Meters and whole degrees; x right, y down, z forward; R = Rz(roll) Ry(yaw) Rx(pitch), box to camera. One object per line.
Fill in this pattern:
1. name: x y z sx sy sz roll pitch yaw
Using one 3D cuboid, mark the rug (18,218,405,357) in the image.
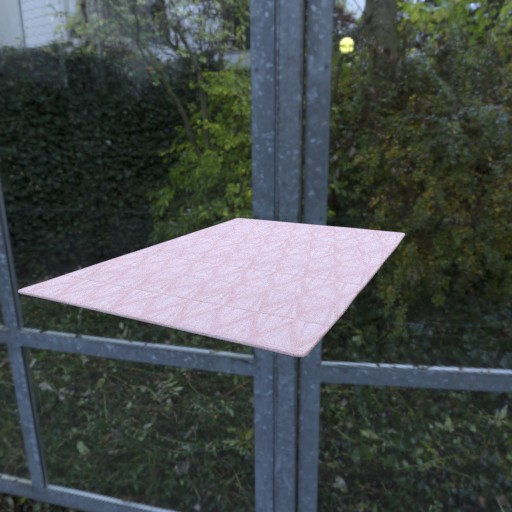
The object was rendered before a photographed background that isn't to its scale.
1. rug: 0.000 0.000 2.992 1.609 0.015 2.390 7 17 26
